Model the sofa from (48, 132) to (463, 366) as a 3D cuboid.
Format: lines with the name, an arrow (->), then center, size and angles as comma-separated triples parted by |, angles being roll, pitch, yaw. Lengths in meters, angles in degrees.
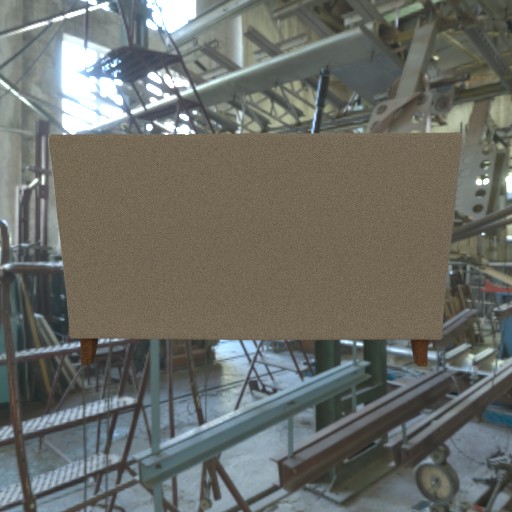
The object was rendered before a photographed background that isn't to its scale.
sofa -> 0.000, 0.000, 2.015 | 1.482, 0.890, 0.888 | 0, 0, 1
